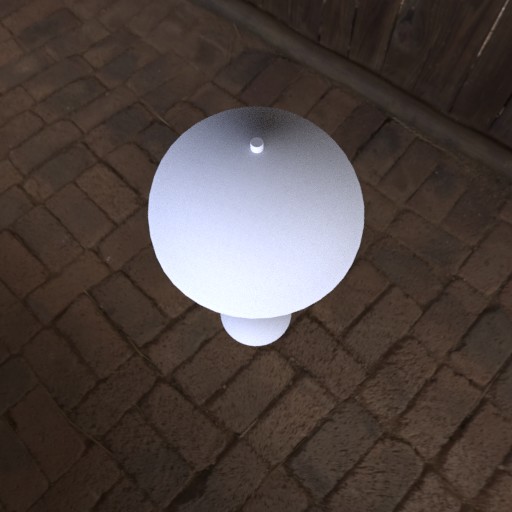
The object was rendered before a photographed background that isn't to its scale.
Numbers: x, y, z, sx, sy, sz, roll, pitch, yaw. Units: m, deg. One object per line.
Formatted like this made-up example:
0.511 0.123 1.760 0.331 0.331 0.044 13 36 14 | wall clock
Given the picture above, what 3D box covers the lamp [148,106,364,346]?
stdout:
0.000 0.000 0.427 0.171 0.330 0.171 0 64 0 | lamp
